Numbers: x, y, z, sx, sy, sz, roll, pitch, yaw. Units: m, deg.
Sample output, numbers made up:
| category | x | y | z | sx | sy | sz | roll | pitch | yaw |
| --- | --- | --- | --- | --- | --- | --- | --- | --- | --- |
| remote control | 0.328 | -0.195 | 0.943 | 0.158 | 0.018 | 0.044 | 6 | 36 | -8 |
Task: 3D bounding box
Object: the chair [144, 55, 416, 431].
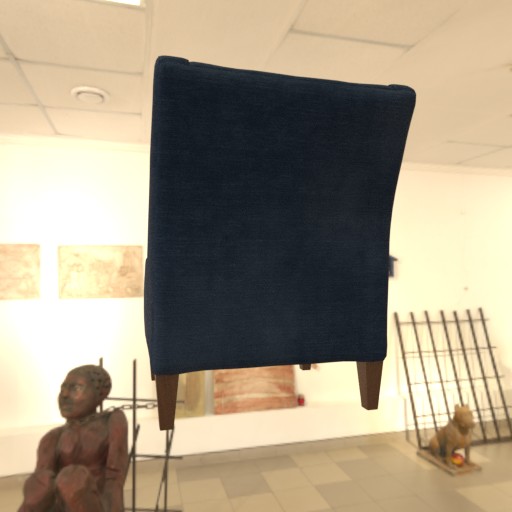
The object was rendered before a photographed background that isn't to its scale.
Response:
| category | x | y | z | sx | sy | sz | roll | pitch | yaw |
| --- | --- | --- | --- | --- | --- | --- | --- | --- | --- |
| chair | 0.000 | 0.000 | 1.598 | 0.774 | 1.014 | 0.870 | 0 | -1 | -16 |
